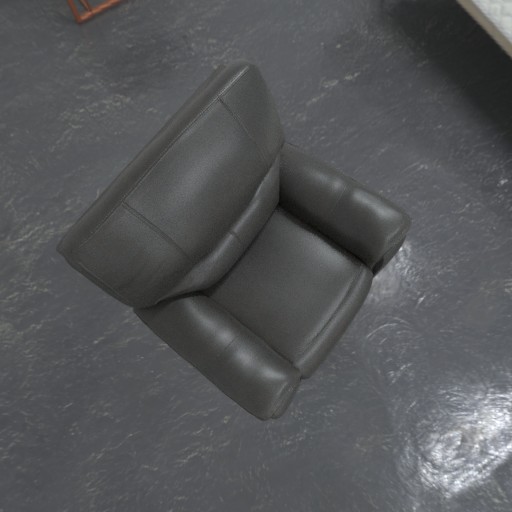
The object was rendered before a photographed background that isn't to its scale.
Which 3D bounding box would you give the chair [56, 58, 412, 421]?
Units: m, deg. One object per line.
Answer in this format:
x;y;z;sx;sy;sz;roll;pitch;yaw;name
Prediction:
0.000;0.000;2.005;1.087;1.109;1.096;36;78;9;chair
